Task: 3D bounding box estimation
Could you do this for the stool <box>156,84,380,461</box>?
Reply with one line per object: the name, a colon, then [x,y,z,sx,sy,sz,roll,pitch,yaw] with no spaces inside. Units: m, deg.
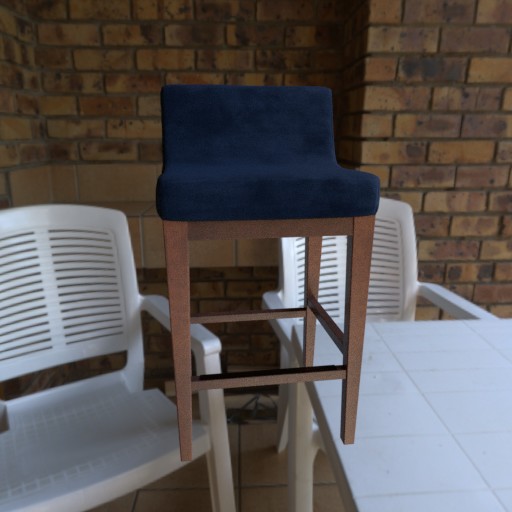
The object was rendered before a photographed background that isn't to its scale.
stool: [0.000,0.000,1.253,0.511,0.945,0.516,-2,15,-8]
